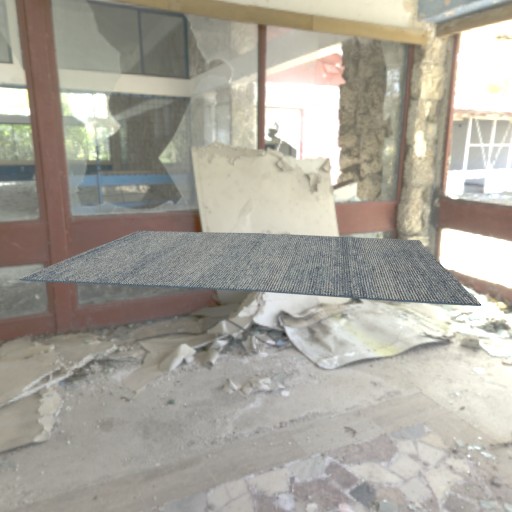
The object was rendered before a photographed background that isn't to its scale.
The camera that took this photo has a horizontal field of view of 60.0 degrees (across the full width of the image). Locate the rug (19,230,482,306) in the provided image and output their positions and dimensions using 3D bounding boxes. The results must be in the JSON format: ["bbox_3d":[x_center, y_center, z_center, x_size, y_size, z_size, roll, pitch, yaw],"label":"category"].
[{"bbox_3d":[0.000,0.000,2.210,1.777,0.021,1.145,2,14,10],"label":"rug"}]
